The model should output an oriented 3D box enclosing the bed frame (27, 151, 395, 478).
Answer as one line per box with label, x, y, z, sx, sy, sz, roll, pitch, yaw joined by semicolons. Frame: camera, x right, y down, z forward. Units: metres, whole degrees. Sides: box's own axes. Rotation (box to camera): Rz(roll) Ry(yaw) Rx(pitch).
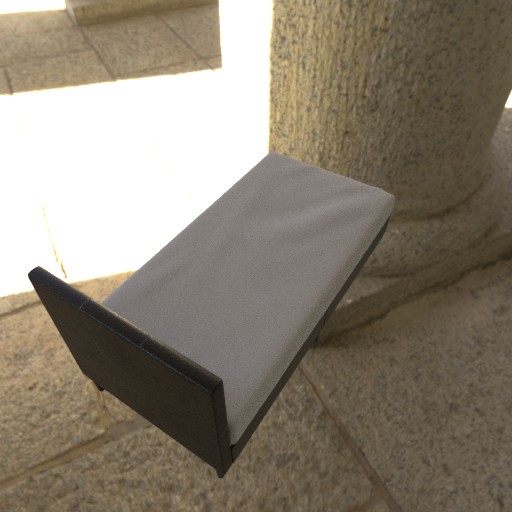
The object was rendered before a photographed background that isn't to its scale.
bed frame;0.000;0.000;2.567;1.038;1.046;2.152;25;52;22
